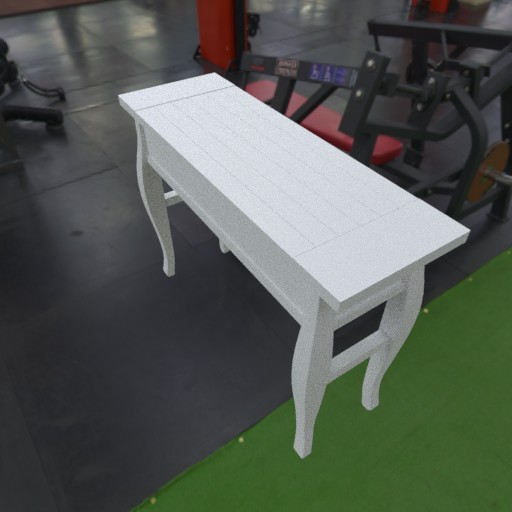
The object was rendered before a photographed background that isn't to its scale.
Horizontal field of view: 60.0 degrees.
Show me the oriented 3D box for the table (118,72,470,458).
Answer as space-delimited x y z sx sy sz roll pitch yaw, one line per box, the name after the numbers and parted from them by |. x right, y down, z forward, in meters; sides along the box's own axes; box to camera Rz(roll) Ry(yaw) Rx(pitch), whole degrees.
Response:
0.000 0.000 1.425 0.373 0.768 1.062 -24 48 -24 | table
